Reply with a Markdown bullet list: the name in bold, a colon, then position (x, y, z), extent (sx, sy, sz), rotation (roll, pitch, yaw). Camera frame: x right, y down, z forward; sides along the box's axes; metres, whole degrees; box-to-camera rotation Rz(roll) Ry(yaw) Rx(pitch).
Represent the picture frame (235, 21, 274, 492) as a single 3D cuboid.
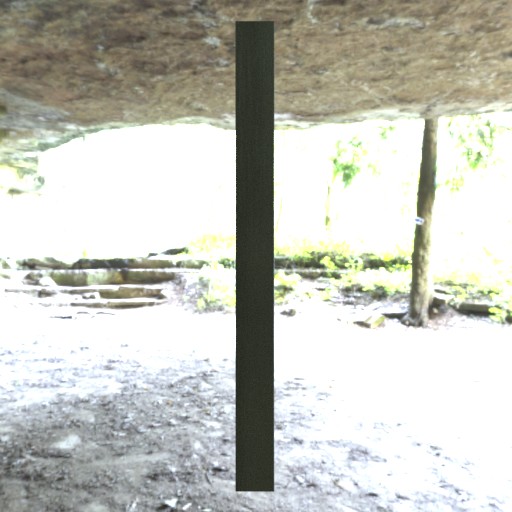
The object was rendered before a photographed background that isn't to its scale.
- **picture frame**: position (0.000, 0.000, 0.747), extent (0.046, 0.555, 0.449), rotation (0, 0, 0)
